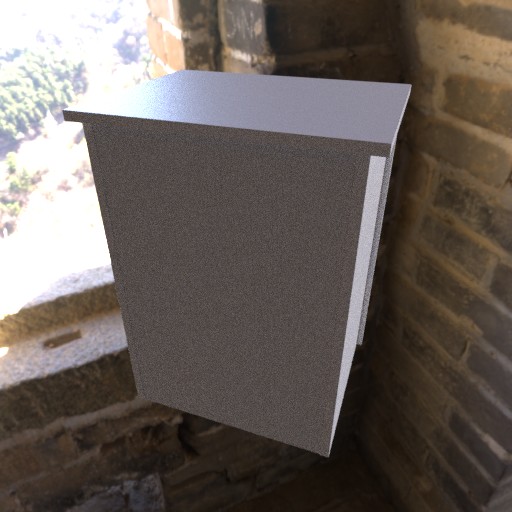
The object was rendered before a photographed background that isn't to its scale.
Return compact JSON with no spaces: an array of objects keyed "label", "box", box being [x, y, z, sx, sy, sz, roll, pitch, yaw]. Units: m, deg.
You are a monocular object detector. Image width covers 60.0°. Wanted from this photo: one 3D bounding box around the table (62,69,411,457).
[{"label":"table","box":[0.000,0.000,0.913,0.480,0.635,0.381,11,33,17]}]
